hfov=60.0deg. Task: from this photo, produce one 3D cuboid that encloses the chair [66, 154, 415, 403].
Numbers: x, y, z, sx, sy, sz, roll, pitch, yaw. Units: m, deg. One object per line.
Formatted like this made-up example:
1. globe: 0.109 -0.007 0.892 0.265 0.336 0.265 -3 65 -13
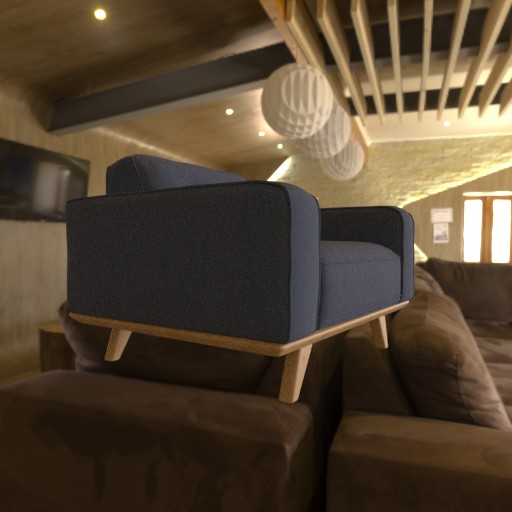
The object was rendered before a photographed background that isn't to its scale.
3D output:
1. chair: 0.000 0.000 1.761 0.953 0.783 1.118 1 2 35
